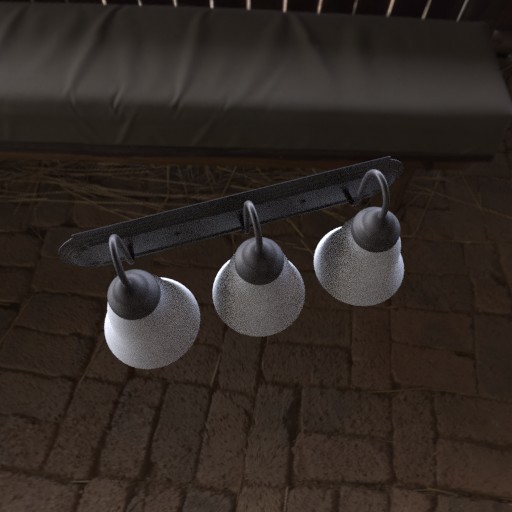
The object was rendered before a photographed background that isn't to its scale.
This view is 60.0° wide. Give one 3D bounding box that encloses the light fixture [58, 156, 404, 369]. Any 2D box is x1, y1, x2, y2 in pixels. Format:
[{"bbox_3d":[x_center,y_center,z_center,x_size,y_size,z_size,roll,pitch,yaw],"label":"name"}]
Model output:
[{"bbox_3d":[0.000,0.000,0.699,0.610,0.222,0.199,-15,65,-7],"label":"light fixture"}]
